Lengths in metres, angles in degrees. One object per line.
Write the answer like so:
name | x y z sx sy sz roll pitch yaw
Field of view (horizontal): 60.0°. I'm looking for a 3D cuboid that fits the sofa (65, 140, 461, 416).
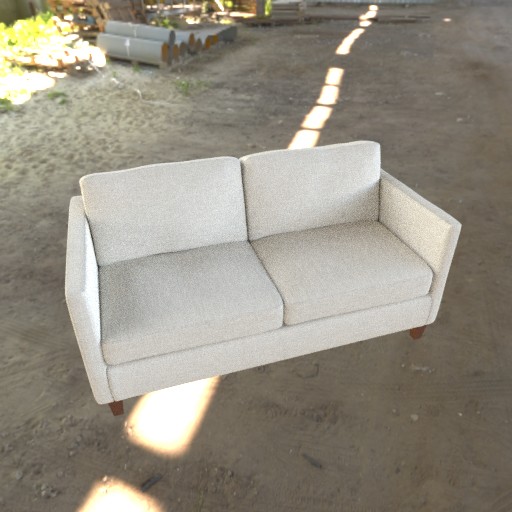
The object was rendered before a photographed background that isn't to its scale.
sofa | 0.000 0.000 2.422 1.838 0.963 0.950 -10 34 -15
